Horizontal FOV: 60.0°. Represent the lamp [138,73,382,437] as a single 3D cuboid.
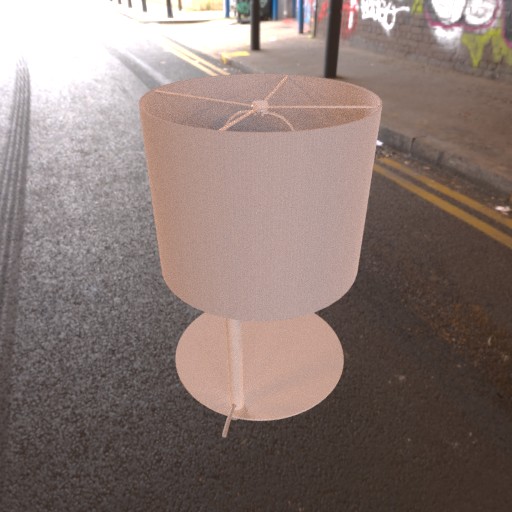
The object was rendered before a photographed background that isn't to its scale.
[{"bbox_3d":[0.000,0.000,0.665,0.299,0.454,0.341,9,34,14],"label":"lamp"}]
